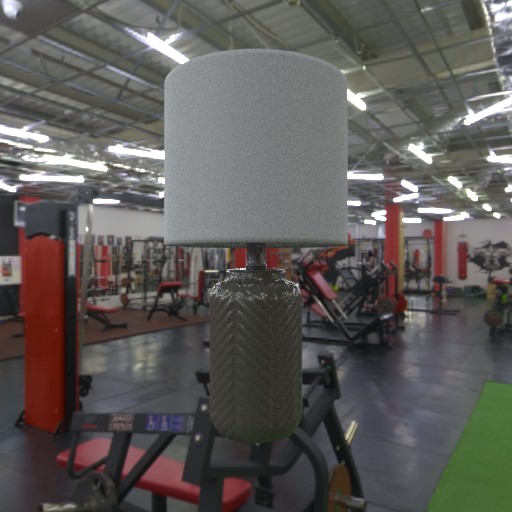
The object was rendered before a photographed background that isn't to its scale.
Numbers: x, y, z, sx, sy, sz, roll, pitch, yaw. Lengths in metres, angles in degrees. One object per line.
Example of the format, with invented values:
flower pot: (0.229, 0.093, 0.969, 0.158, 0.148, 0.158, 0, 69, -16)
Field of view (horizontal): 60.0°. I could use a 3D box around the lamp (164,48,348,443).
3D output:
lamp: (0.000, 0.000, 0.501, 0.203, 0.389, 0.203, 0, -1, 36)
